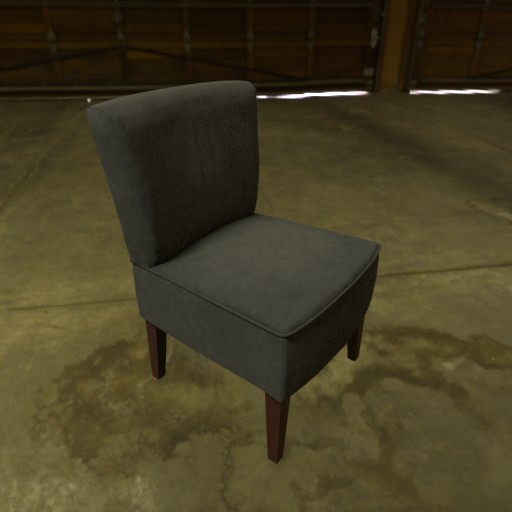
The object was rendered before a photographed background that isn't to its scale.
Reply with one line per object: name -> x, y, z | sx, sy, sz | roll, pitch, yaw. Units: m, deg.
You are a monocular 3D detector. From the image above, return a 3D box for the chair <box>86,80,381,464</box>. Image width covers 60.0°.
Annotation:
chair -> 0.000, 0.000, 1.171 | 0.554, 0.806, 0.521 | 19, 34, 31
